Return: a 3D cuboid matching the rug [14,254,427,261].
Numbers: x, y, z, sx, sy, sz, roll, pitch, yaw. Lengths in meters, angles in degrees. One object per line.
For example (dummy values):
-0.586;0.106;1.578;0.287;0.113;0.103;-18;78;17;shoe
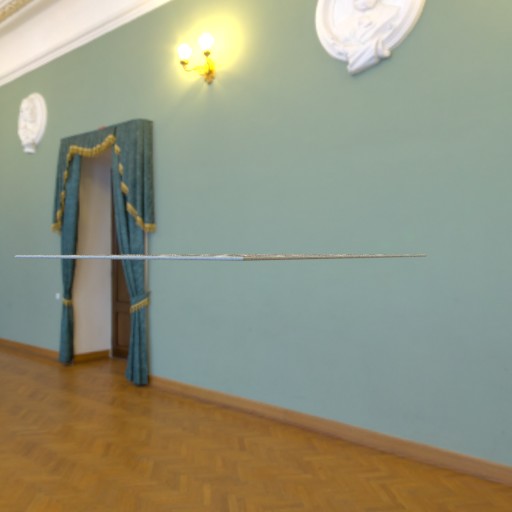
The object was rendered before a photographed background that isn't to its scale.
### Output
0.000;0.000;2.822;1.528;0.014;2.294;0;0;35;rug
